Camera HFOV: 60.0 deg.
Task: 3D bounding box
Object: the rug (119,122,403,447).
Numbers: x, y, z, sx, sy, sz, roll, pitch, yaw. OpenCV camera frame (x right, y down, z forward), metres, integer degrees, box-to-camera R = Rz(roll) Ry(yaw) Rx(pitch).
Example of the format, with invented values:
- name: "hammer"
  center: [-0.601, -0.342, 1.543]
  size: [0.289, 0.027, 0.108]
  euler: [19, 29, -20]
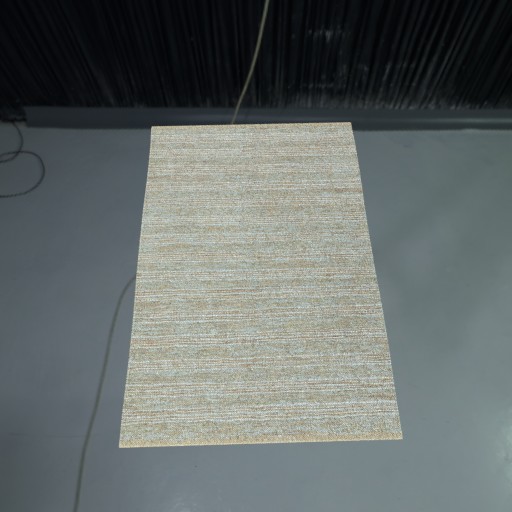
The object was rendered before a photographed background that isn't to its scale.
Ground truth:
- name: "rug"
  center: [0.000, 0.000, 2.337]
  size: [1.240, 0.010, 1.824]
  euler: [-1, 63, -1]
